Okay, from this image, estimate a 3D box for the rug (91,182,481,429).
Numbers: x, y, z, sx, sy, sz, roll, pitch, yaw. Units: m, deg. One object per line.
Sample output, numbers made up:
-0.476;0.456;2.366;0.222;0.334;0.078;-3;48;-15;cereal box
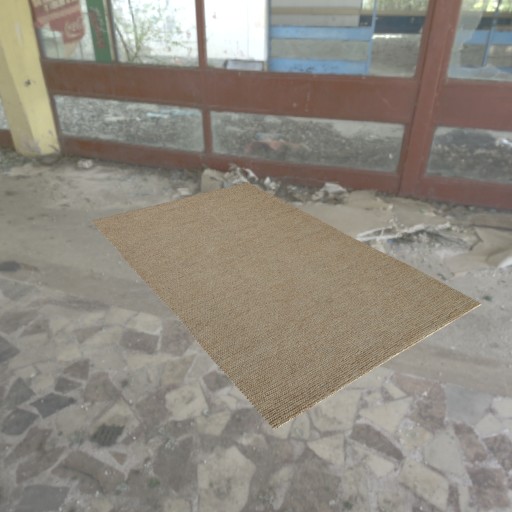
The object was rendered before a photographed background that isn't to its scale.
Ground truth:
0.000;0.000;3.081;1.533;0.011;2.439;-19;35;-30;rug
